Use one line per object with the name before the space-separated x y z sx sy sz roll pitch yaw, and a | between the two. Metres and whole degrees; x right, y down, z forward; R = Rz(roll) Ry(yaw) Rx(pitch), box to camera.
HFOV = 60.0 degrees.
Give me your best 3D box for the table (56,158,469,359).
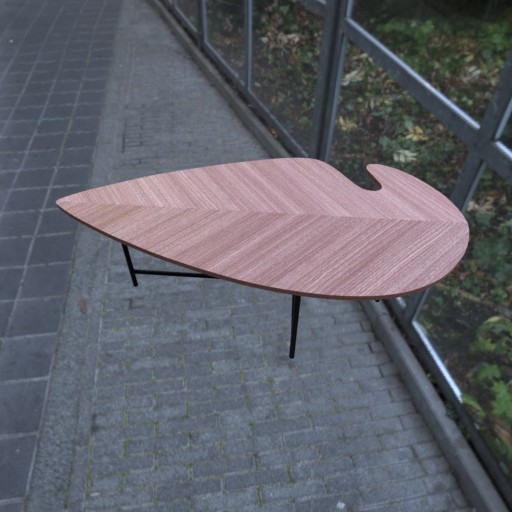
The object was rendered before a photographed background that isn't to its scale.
table | 0.000 0.000 1.414 1.199 0.360 0.598 3 45 3
